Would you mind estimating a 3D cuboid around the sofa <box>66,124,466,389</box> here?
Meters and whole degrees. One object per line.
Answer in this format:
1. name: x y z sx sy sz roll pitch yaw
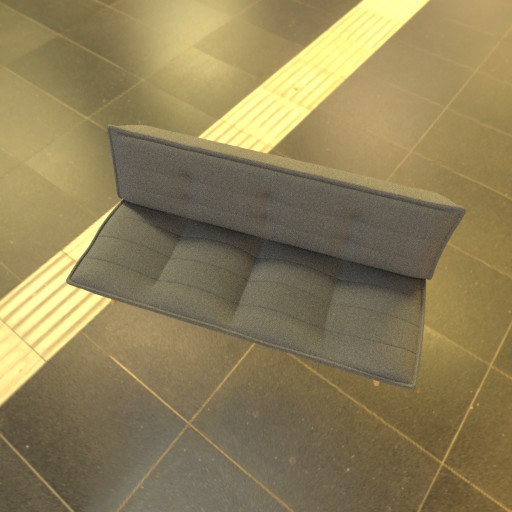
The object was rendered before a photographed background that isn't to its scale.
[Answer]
1. sofa: 0.000 0.000 2.507 1.940 0.890 0.950 15 58 10
